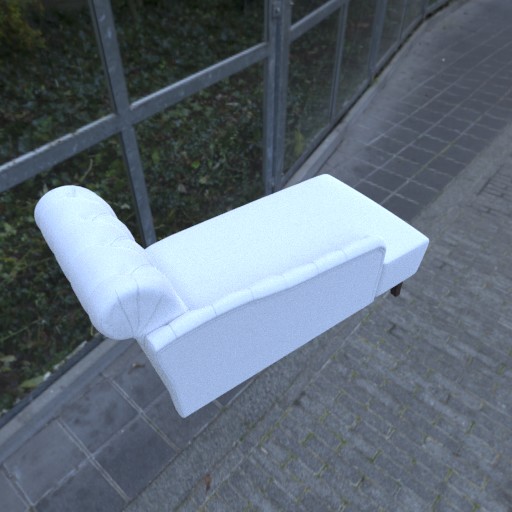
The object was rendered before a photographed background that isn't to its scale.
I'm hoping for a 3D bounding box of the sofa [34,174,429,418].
[{"bbox_3d":[0.000,0.000,1.790,1.379,0.787,0.675,-25,48,-26],"label":"sofa"}]
